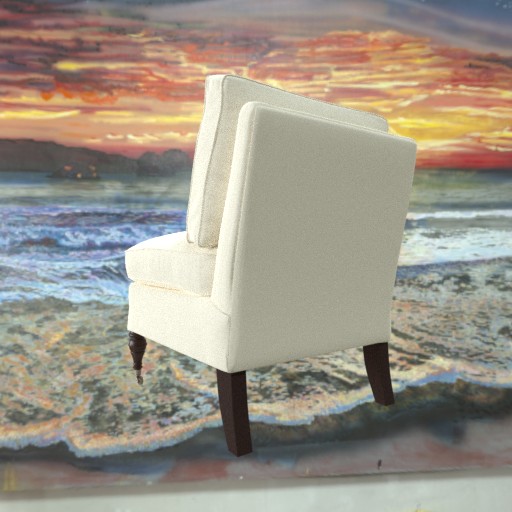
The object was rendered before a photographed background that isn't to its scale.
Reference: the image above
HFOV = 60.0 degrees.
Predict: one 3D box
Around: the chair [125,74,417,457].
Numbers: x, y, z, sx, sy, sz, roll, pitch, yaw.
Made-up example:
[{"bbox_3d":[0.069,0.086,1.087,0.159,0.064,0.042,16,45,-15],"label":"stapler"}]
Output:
[{"bbox_3d":[0.000,0.000,1.410,0.630,0.887,0.781,-1,2,-36],"label":"chair"}]
